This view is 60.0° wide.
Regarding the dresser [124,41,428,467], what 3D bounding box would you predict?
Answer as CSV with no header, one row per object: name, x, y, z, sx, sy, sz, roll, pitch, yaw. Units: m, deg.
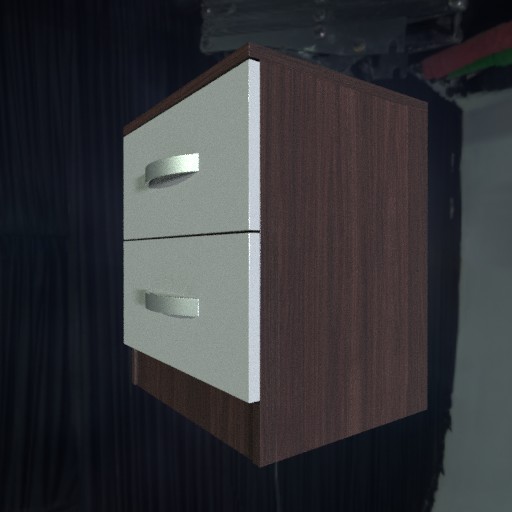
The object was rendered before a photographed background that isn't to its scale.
dresser,0.000,0.000,0.736,0.360,0.470,0.400,0,0,-36
